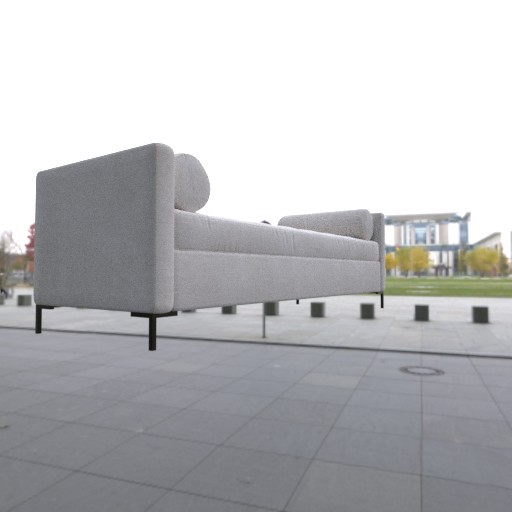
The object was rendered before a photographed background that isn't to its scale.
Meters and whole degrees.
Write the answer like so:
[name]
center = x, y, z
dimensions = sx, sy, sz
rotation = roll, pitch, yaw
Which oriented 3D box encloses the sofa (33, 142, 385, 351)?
[sofa]
center = 0.000, 0.000, 2.300
dimensions = 0.686, 0.635, 1.981
rotation = -2, -3, 35
